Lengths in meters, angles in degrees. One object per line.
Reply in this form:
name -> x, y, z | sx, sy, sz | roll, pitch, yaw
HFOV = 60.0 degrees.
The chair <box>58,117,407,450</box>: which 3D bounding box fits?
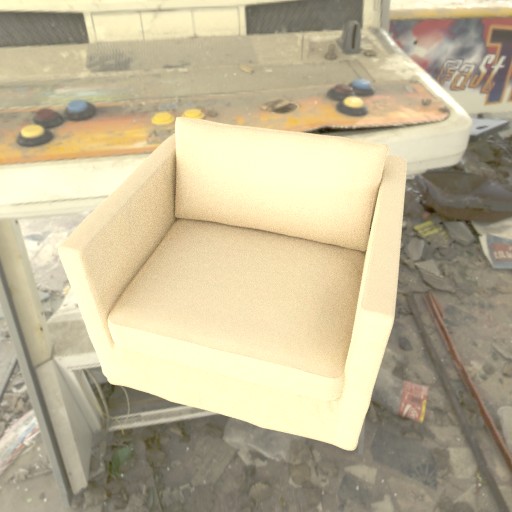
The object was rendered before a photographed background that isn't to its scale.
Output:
chair -> 0.000, 0.000, 1.765 | 1.057, 0.851, 0.947 | 11, 42, 13
